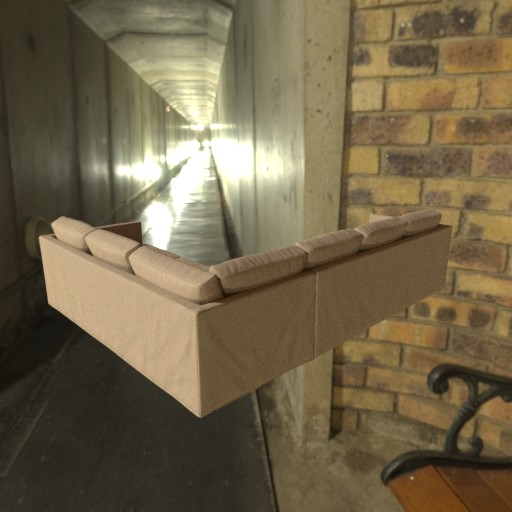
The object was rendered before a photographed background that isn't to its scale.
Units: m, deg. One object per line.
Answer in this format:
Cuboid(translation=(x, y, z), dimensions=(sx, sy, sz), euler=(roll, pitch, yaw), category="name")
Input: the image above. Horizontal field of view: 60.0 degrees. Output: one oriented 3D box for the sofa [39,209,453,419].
Cuboid(translation=(0.000, 0.000, 4.316), dimensions=(3.182, 0.871, 2.432), euler=(-15, 22, -41), category="sofa")
